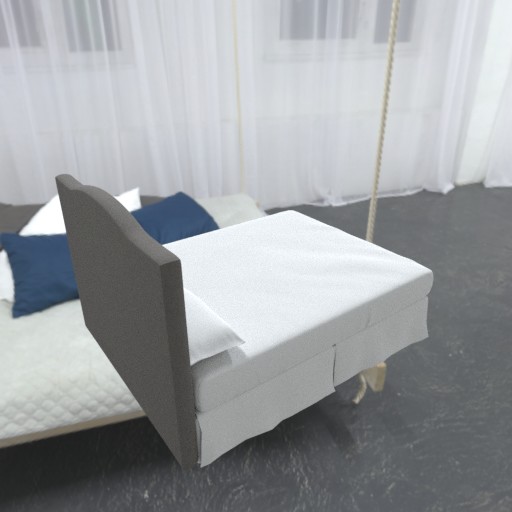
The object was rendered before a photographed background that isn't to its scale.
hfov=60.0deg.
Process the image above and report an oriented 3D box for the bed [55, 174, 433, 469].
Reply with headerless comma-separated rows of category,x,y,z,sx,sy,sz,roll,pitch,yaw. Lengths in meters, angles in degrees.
bed,0.000,0.000,3.403,2.282,1.436,1.821,-18,32,-32
